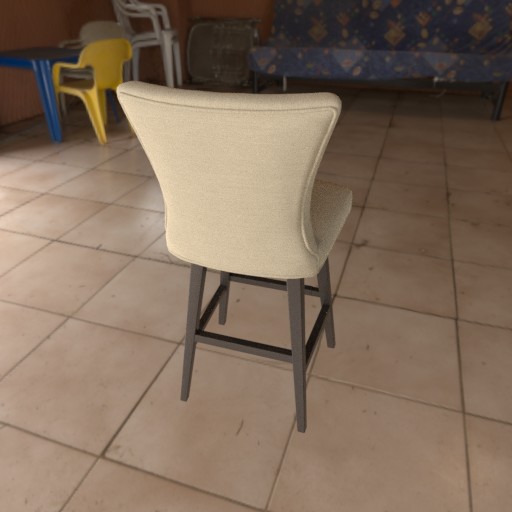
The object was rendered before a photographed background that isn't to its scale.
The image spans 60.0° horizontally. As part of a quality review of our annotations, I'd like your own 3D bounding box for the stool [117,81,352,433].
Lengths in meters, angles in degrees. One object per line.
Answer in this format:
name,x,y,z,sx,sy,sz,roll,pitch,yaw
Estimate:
stool,0.000,0.000,1.398,0.514,1.086,0.574,9,32,15
